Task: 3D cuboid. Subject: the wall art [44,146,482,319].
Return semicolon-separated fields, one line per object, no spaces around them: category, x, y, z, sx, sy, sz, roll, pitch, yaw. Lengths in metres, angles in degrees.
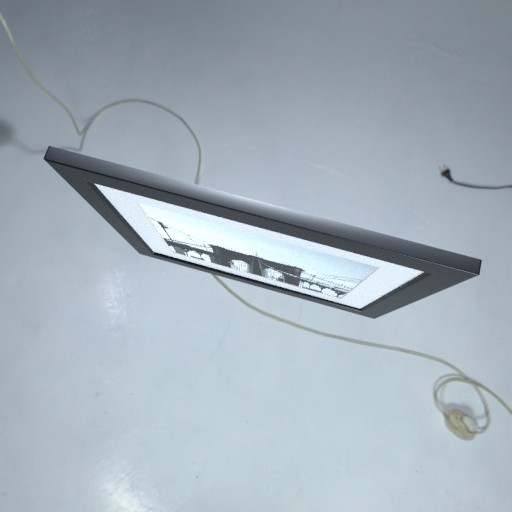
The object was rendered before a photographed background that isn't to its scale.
wall art;0.000;0.000;0.729;0.521;0.450;0.018;15;76;4
